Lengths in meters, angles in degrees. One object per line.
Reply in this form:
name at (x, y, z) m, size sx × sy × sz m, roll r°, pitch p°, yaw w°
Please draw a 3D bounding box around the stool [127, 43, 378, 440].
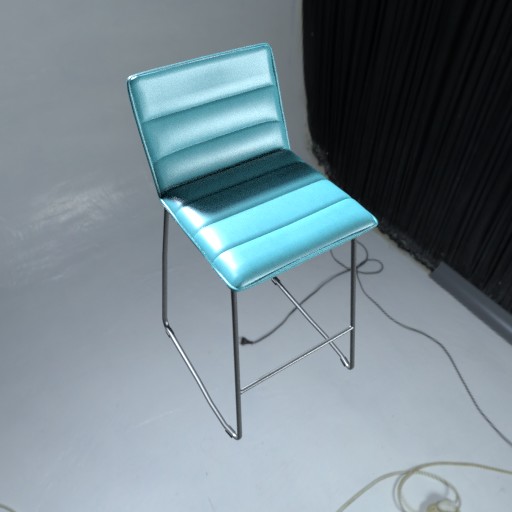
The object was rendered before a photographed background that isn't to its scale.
stool at (0.000, 0.000, 1.241) m, size 0.489 × 0.936 × 0.524 m, roll -24°, pitch 51°, yaw -22°
